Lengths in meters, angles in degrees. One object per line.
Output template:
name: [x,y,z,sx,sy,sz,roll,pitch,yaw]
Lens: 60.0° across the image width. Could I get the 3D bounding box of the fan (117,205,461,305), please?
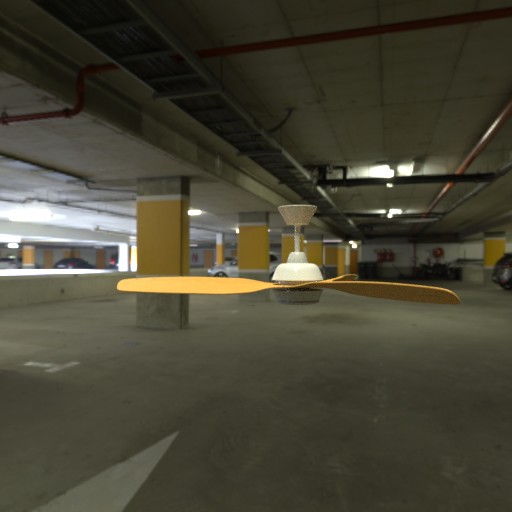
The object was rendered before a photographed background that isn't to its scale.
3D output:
fan: [0.000,0.000,1.610,1.010,0.355,1.142,0,-1,-1]
